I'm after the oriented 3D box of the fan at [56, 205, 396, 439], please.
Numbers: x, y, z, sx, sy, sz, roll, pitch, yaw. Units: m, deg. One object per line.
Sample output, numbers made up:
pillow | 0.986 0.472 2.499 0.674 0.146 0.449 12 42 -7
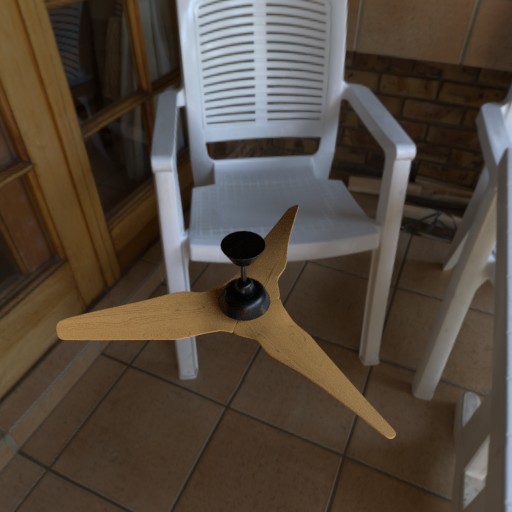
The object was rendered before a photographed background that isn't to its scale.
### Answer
fan | 0.000 0.000 1.645 1.142 0.355 1.010 12 43 14
